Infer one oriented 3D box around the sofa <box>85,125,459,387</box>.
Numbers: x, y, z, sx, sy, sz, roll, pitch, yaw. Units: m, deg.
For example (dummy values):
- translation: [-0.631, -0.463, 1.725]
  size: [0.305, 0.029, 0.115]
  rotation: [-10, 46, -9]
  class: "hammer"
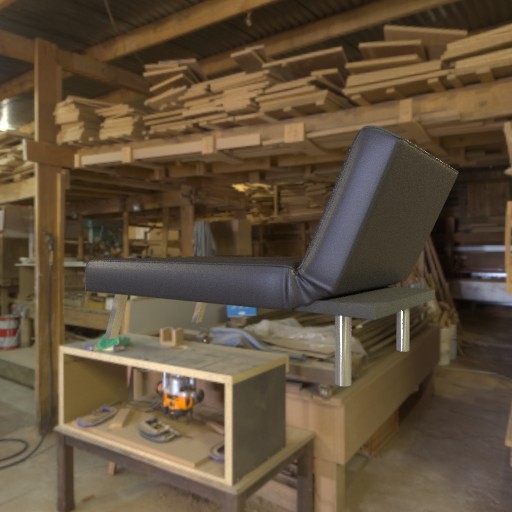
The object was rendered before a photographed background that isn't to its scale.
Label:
- translation: [0.000, 0.000, 2.017]
  size: [1.560, 0.820, 0.760]
  rotation: [1, 1, 36]
  class: "sofa"
